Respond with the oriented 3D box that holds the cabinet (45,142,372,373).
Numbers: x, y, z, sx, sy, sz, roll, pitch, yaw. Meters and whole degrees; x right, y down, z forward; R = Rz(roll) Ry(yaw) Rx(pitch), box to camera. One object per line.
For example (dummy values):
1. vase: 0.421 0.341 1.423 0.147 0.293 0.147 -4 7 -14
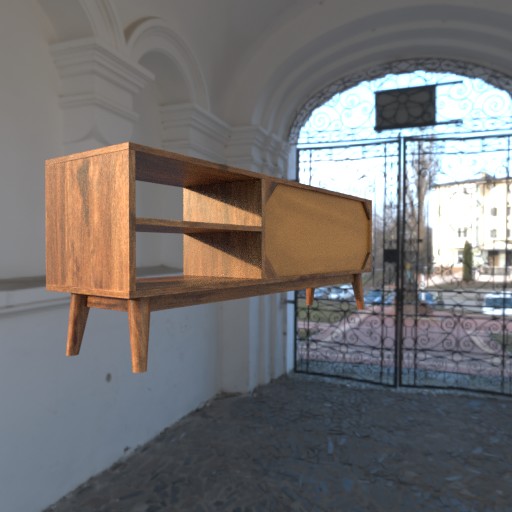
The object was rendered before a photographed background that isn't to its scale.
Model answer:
1. cabinet: 0.000 0.000 1.677 0.349 0.528 1.448 1 1 36
